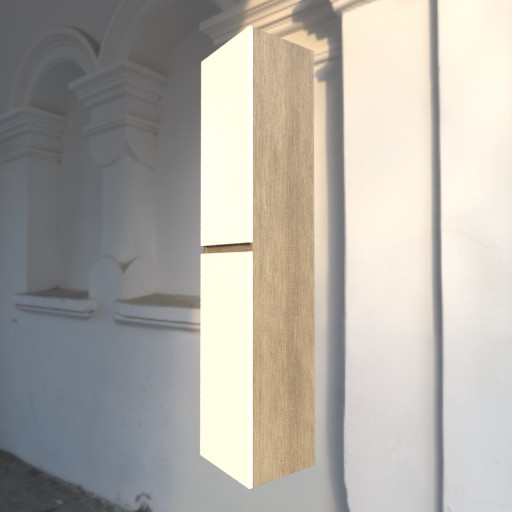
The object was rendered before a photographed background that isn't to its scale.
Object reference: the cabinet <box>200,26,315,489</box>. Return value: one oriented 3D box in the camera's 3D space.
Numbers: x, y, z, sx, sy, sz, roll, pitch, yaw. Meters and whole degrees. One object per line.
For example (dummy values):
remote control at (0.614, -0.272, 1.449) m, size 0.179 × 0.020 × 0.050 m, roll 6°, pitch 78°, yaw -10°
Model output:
cabinet at (0.000, 0.000, 1.539) m, size 0.270 × 1.400 × 0.300 m, roll 1°, pitch -2°, yaw -36°
